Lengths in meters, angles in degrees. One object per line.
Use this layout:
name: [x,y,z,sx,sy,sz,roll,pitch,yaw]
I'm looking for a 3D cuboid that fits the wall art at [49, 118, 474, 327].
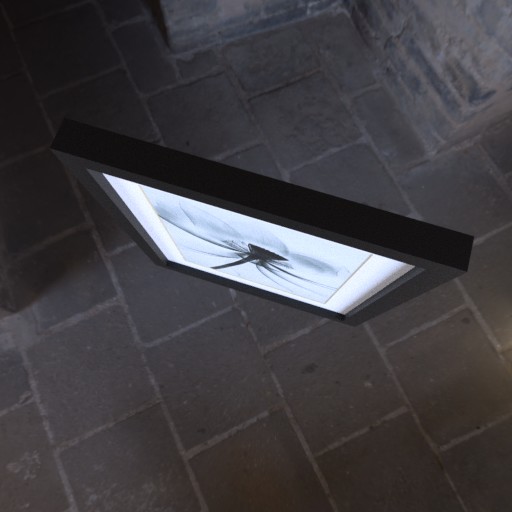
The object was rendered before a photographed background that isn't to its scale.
wall art: [0.000,0.000,0.521,0.330,0.381,0.029,17,76,4]
